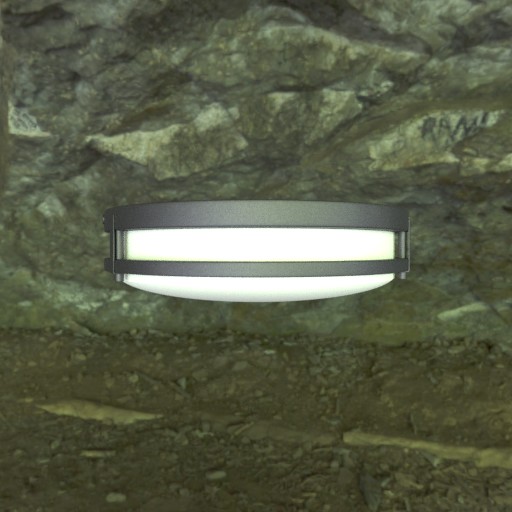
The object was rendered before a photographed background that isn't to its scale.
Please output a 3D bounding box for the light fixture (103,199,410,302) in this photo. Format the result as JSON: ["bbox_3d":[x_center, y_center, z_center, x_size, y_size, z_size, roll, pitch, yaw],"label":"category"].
[{"bbox_3d":[0.000,0.000,0.545,0.356,0.102,0.356,0,1,0],"label":"light fixture"}]
